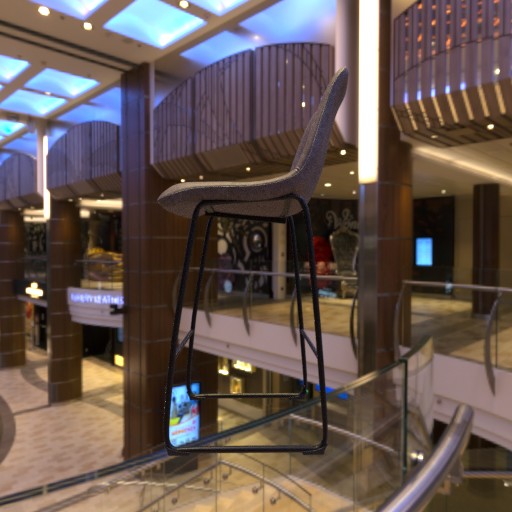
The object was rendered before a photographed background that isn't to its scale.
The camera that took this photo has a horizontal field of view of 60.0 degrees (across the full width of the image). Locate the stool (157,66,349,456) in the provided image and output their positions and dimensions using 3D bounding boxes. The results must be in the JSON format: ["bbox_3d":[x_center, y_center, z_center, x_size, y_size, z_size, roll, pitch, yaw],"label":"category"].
[{"bbox_3d":[0.000,0.000,1.432,0.561,1.082,0.514,0,1,-1],"label":"stool"}]
